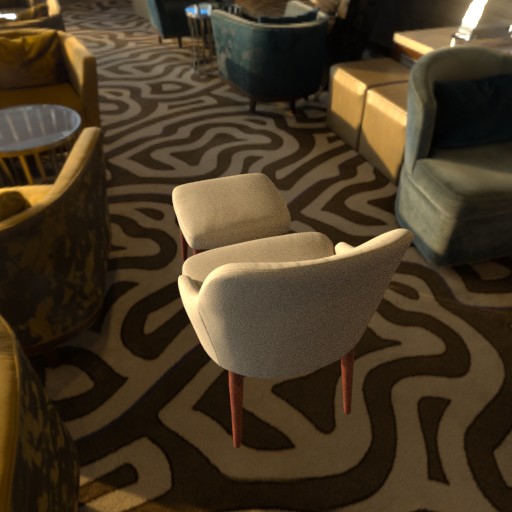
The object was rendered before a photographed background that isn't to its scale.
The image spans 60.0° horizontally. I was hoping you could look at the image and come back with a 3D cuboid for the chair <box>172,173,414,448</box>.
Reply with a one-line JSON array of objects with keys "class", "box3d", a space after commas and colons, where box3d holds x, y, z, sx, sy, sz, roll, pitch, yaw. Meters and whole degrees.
[{"class": "chair", "box3d": [0.000, 0.000, 1.569, 0.584, 0.866, 1.114, -12, 42, -13]}]
